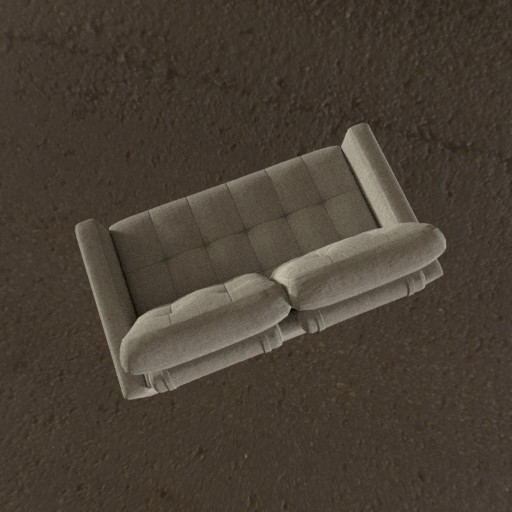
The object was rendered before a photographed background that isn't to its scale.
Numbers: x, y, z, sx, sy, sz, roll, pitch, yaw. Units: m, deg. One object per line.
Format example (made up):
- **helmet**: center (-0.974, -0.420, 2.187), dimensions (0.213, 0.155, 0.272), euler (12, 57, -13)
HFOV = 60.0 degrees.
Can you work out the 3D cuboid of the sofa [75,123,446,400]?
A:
- **sofa**: center (0.000, 0.000, 2.000), dimensions (1.407, 0.907, 0.842), euler (-21, 76, -5)
